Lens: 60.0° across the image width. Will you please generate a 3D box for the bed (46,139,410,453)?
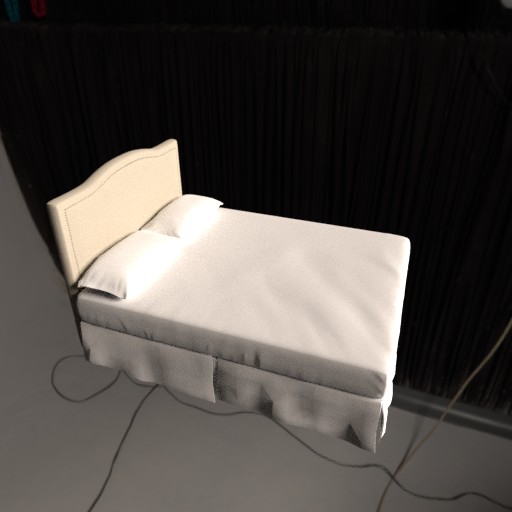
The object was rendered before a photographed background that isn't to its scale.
[{"bbox_3d":[0.000,0.000,3.673,2.477,1.437,1.977,11,32,17],"label":"bed"}]
